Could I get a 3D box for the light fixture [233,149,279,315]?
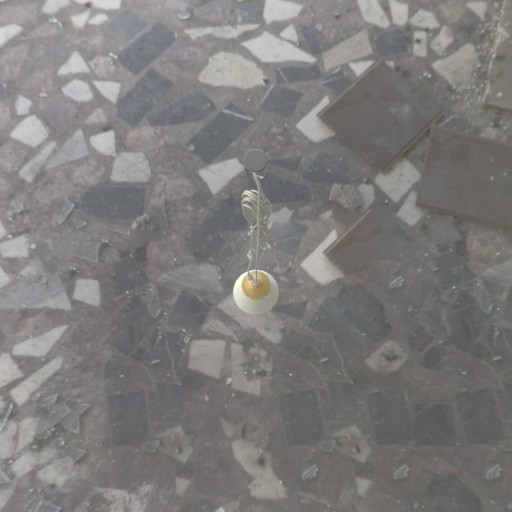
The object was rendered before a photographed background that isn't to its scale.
[{"bbox_3d":[0.000,0.000,1.031,0.153,0.966,0.153,-37,78,-9],"label":"light fixture"}]
